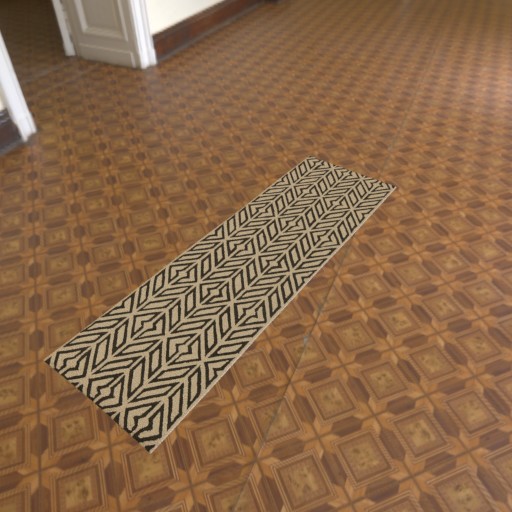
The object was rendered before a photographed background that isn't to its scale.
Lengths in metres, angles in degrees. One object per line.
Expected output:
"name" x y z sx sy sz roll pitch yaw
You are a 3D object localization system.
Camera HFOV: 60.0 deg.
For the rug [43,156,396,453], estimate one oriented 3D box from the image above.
"rug" 0.000 0.000 2.696 0.750 0.009 2.435 27 49 26
